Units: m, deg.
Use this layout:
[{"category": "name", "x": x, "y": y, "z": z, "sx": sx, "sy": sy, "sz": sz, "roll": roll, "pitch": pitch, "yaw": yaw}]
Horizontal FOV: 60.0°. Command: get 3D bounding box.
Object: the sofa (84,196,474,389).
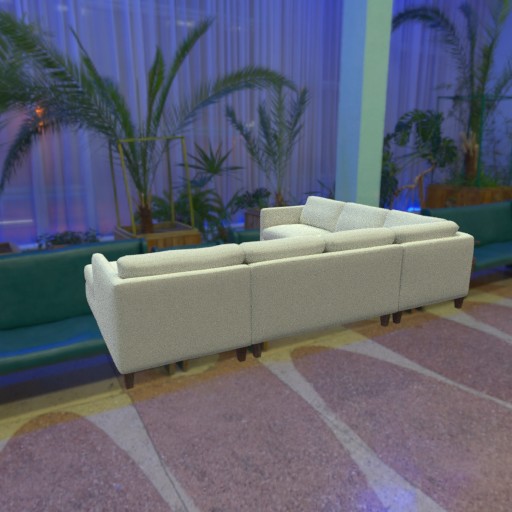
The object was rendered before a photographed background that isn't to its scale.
[{"category": "sofa", "x": 0.000, "y": 0.000, "z": 4.458, "sx": 3.238, "sy": 0.853, "sz": 2.551, "roll": -7, "pitch": 16, "yaw": -27}]
